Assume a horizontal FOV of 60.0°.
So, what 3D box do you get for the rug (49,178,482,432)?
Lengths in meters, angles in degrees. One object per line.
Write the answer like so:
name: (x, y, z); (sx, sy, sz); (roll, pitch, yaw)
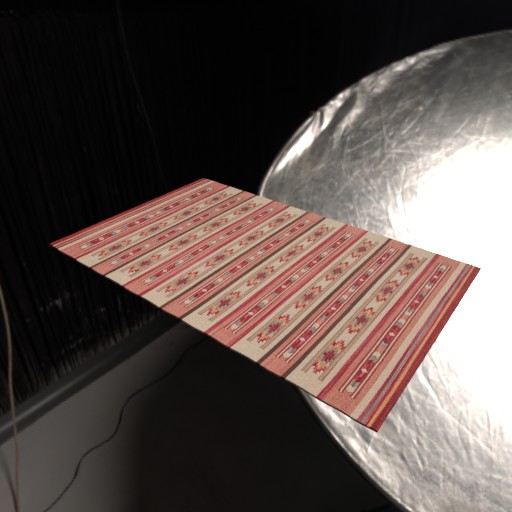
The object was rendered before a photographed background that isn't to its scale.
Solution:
rug: (0.000, 0.000, 2.930); (2.431, 0.010, 1.535); (23, 38, 32)
